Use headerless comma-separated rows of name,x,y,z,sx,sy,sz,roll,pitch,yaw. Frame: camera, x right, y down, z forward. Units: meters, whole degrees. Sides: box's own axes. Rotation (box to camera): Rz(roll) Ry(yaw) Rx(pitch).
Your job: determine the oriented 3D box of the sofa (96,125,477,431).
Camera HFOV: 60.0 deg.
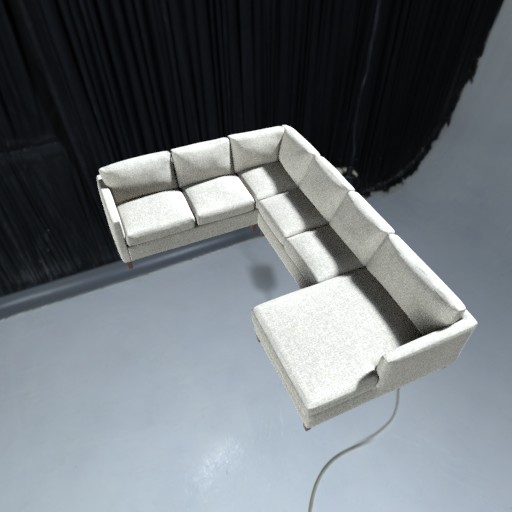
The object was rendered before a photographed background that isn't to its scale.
sofa,0.000,0.000,4.594,2.593,0.959,3.460,-18,49,-16
